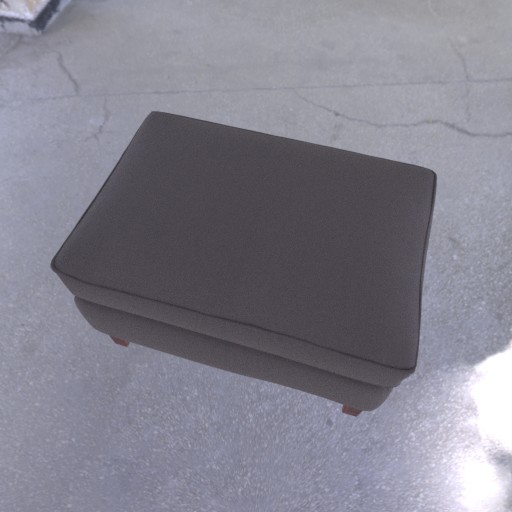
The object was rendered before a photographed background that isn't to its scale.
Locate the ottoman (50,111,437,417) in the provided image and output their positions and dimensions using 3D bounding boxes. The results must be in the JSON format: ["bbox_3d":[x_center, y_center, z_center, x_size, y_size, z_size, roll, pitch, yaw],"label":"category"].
[{"bbox_3d":[0.000,0.000,0.997,0.686,0.406,0.508,14,59,9],"label":"ottoman"}]
